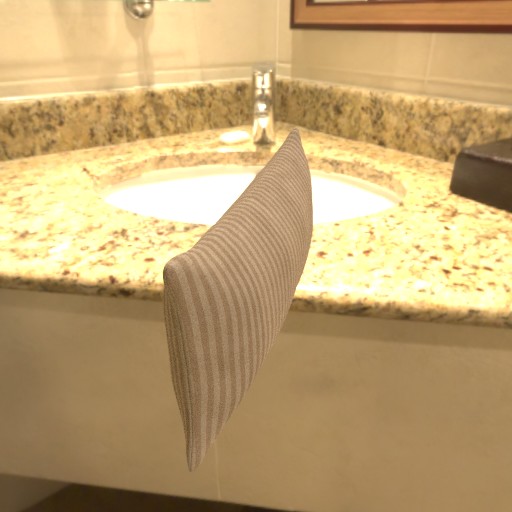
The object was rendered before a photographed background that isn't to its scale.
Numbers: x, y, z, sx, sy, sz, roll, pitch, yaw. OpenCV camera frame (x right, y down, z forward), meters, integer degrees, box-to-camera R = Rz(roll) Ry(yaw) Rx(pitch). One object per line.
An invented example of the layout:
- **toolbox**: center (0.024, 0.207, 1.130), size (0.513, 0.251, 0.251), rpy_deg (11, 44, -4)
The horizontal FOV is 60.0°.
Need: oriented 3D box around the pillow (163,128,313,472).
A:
- **pillow**: center (0.000, 0.000, 0.734), size (0.151, 0.295, 0.617), rpy_deg (8, 29, 14)
